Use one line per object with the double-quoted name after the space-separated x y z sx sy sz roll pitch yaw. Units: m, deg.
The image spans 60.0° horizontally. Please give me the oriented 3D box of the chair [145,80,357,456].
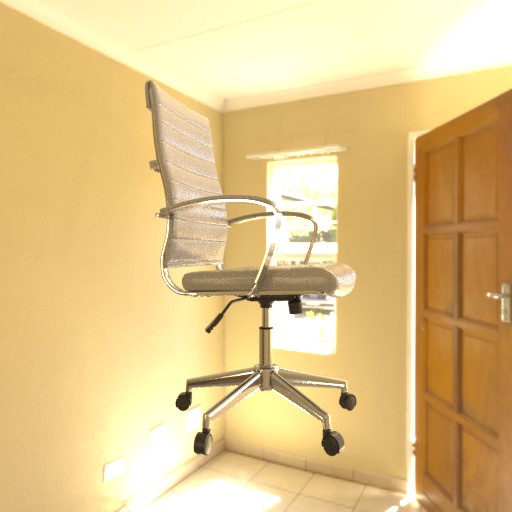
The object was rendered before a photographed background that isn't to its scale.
0.000 0.000 1.562 0.667 1.149 0.679 0 1 19 "chair"
